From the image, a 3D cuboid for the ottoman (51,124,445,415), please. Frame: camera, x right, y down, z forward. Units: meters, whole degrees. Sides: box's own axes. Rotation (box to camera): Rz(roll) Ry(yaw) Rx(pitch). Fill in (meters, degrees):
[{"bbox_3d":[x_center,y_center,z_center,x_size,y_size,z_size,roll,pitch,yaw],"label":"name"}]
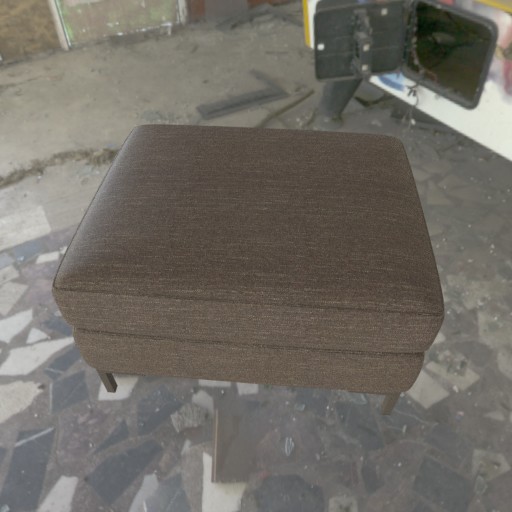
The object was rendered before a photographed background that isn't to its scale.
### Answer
[{"bbox_3d":[0.000,0.000,1.225,0.820,0.490,0.671,4,47,3],"label":"ottoman"}]
